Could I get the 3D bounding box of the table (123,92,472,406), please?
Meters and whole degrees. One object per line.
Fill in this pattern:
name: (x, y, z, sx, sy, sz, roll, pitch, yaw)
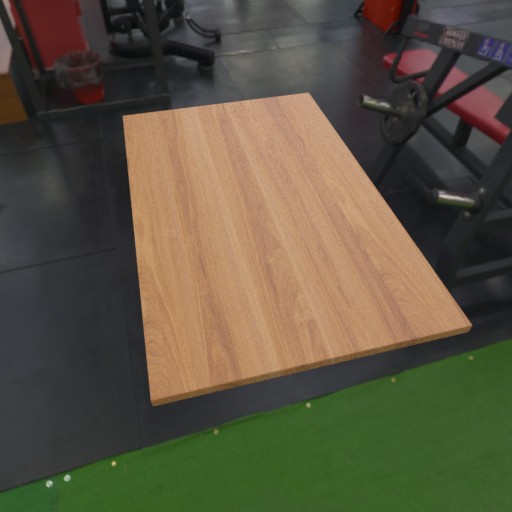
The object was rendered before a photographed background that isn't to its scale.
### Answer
table: (0.000, 0.000, 1.462, 0.700, 0.510, 1.100, -11, 48, -10)
